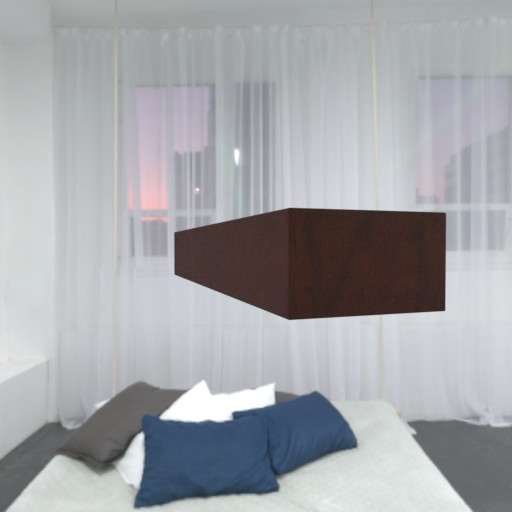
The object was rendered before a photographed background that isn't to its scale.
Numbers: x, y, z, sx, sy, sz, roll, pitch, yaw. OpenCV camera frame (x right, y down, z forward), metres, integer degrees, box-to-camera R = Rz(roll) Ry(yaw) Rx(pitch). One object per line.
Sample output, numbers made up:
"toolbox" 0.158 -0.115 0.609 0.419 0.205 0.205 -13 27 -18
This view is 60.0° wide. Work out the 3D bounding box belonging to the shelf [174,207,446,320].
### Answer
"shelf" 0.000 0.000 0.659 0.152 0.088 0.607 0 1 -19
